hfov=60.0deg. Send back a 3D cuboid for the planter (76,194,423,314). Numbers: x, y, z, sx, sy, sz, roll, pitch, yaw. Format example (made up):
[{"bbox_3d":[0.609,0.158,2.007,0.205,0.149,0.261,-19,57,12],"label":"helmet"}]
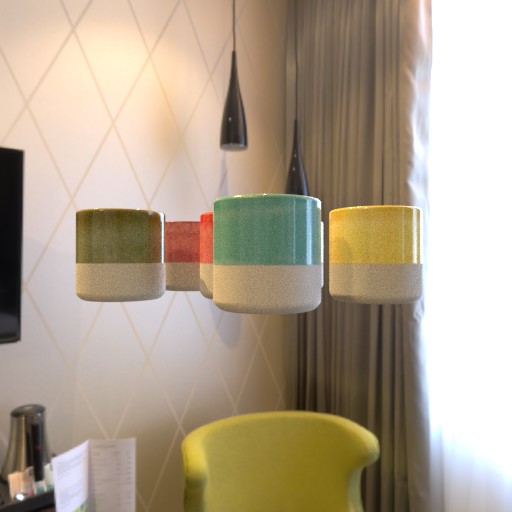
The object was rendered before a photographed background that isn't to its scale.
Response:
[{"bbox_3d":[0.000,0.000,0.408,0.286,0.075,0.257,0,0,18],"label":"planter"}]
